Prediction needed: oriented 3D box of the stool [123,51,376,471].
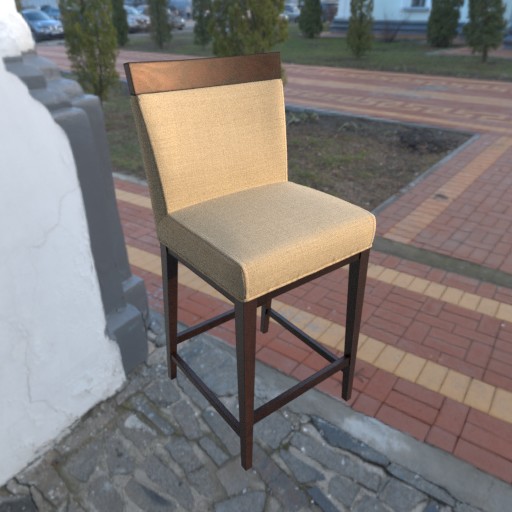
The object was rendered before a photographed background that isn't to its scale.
[{"bbox_3d":[0.000,0.000,1.389,0.511,1.117,0.531,-21,35,-32],"label":"stool"}]
